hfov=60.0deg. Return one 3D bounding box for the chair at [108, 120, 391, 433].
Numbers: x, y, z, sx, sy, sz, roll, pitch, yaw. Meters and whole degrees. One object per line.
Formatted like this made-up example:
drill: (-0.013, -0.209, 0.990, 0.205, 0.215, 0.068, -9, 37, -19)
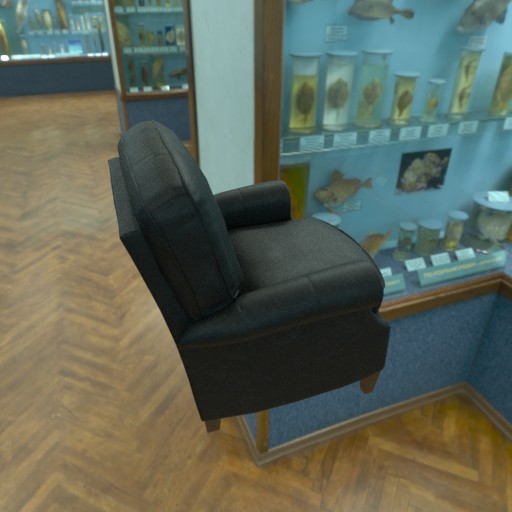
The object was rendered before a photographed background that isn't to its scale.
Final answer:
chair: (0.000, 0.000, 1.748, 0.986, 1.018, 0.936, -10, 32, -16)
